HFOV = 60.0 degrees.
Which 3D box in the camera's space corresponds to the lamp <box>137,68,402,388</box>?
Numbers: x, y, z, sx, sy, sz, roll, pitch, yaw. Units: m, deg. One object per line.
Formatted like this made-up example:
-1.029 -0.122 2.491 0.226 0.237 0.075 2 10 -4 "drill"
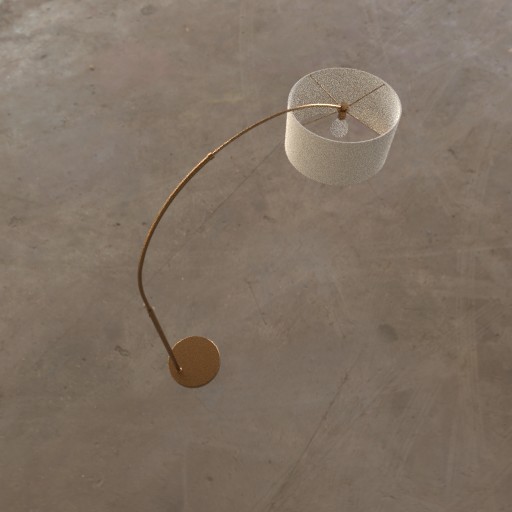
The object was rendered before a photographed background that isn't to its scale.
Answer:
0.000 0.000 2.515 1.434 1.927 0.493 -30 63 -17 "lamp"
